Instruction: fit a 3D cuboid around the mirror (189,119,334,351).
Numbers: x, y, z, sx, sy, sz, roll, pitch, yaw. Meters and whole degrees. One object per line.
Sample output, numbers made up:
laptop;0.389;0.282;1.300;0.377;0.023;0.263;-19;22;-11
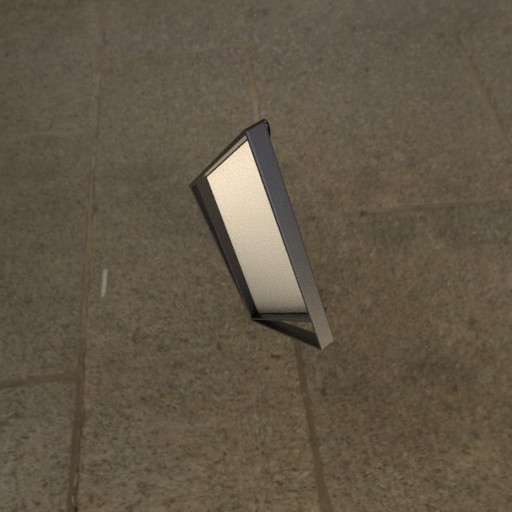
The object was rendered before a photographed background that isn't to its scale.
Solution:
mirror;0.000;0.000;0.824;0.032;0.679;0.419;-33;67;-16
